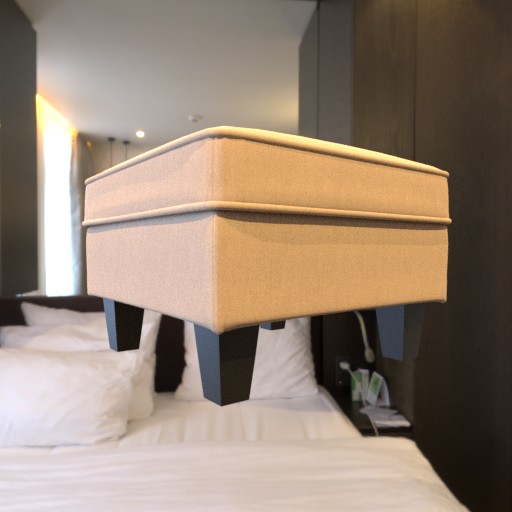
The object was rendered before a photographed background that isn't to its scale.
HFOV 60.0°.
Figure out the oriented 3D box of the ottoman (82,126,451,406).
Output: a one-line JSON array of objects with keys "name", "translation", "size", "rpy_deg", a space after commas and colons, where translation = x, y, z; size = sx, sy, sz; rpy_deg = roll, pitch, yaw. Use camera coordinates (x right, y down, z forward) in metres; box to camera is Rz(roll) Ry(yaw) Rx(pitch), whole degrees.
[{"name": "ottoman", "translation": [0.000, 0.000, 1.000], "size": [0.613, 0.438, 0.616], "rpy_deg": [-1, 1, -37]}]
